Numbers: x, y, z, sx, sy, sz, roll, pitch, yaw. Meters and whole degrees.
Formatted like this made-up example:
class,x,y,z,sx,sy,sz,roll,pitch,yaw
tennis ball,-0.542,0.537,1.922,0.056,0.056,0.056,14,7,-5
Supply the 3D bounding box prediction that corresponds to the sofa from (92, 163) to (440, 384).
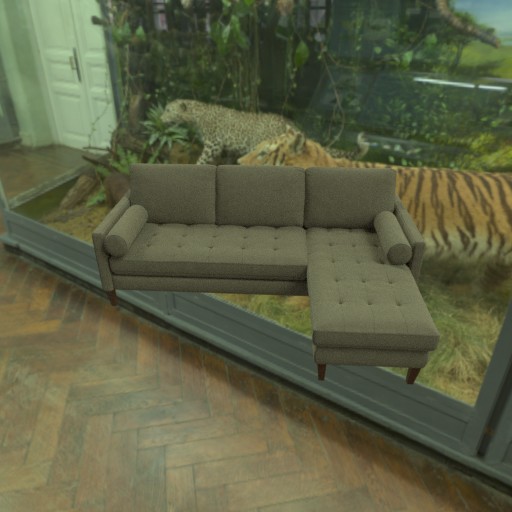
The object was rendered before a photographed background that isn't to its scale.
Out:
class,x,y,z,sx,sy,sz,roll,pitch,yaw
sofa,0.000,0.000,2.994,2.178,0.875,1.506,2,30,3
